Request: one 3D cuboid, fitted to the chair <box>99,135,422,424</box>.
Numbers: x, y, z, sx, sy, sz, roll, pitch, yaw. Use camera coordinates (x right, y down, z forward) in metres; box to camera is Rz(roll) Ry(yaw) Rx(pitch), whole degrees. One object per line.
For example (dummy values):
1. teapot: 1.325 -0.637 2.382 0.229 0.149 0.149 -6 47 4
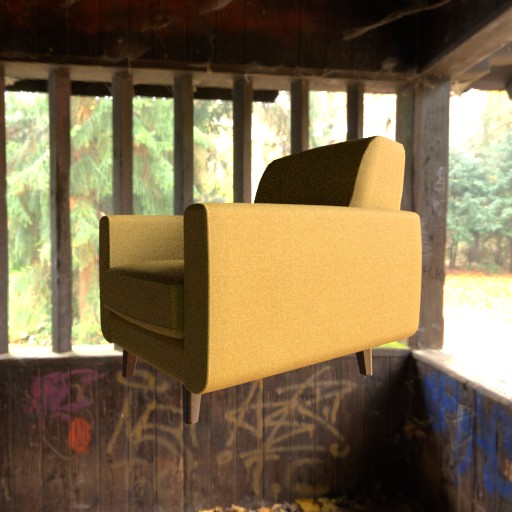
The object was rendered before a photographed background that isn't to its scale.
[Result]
1. chair: 0.000 0.000 1.570 0.909 0.841 0.831 -2 3 -36
